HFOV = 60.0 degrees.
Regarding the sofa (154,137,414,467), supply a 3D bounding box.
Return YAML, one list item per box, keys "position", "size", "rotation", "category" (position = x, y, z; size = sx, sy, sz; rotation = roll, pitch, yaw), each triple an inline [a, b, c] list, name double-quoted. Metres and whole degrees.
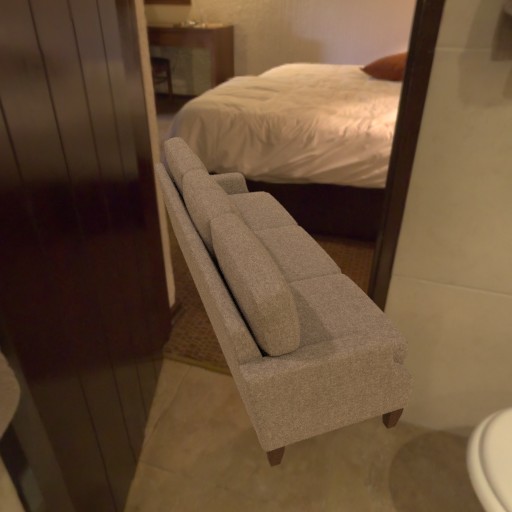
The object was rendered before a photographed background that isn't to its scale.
- position: [0.000, 0.000, 2.690]
  size: [0.888, 0.984, 2.115]
  rotation: [-10, 33, -16]
  category: "sofa"
